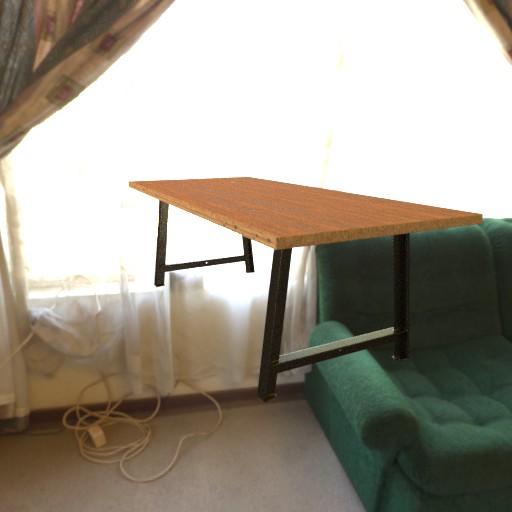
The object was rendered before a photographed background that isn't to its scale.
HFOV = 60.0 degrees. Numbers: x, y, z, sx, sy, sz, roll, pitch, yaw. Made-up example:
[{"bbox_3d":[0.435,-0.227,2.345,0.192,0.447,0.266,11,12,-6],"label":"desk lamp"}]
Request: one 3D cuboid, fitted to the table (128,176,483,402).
[{"bbox_3d":[0.000,0.000,2.666,1.000,0.757,2.200,-7,16,-26],"label":"table"}]
